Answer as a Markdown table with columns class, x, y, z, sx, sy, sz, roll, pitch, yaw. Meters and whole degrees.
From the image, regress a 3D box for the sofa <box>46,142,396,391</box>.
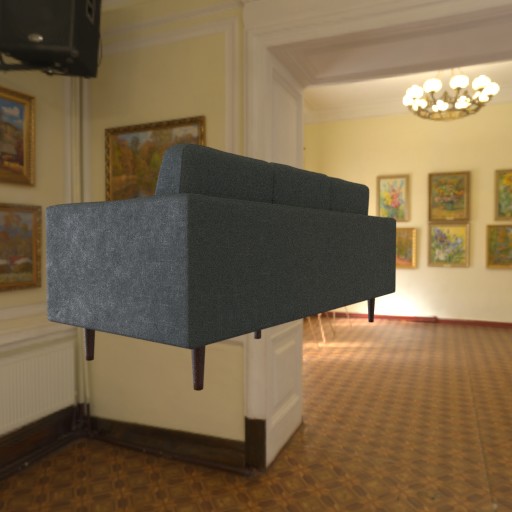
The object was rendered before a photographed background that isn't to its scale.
| class | x | y | z | sx | sy | sz | roll | pitch | yaw |
| --- | --- | --- | --- | --- | --- | --- | --- | --- | --- |
| sofa | 0.000 | 0.000 | 2.527 | 0.935 | 0.945 | 2.013 | 1 | 2 | 36 |
